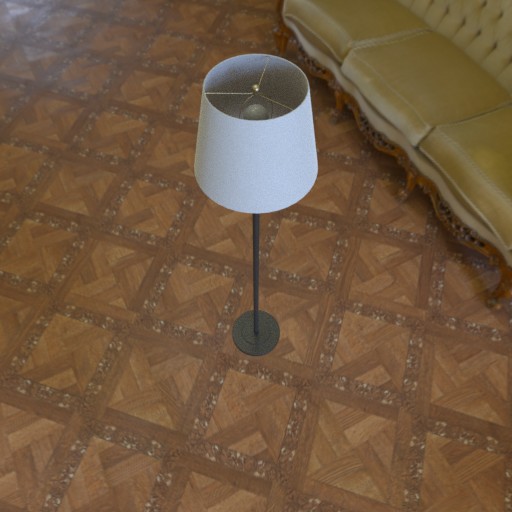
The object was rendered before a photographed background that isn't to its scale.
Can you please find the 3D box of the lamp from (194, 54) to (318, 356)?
[{"bbox_3d":[0.000,0.000,1.651,0.348,1.473,0.348,14,58,9],"label":"lamp"}]
